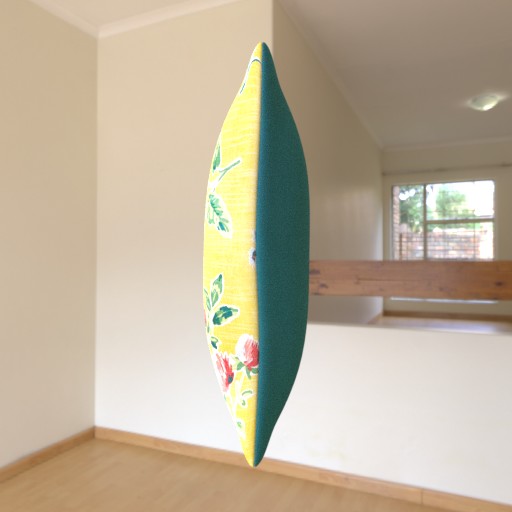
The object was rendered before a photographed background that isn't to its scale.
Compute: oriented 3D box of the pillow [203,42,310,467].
[{"bbox_3d":[0.000,0.000,0.787,0.166,0.508,0.525,0,0,-1],"label":"pillow"}]
